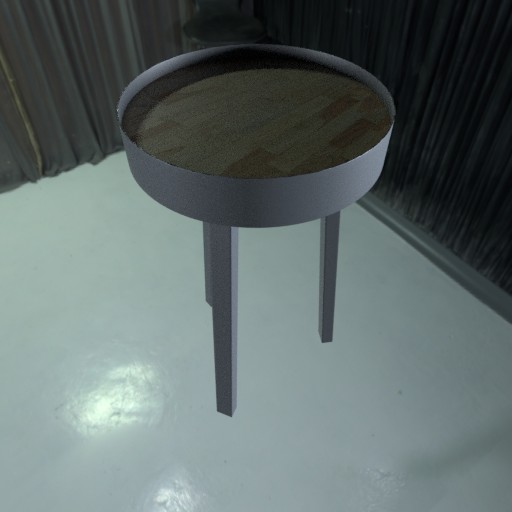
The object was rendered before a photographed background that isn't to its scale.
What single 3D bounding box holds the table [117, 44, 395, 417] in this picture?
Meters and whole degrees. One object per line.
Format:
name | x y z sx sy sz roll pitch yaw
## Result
table | 0.000 0.000 0.909 0.406 0.686 0.406 -29 53 -25
